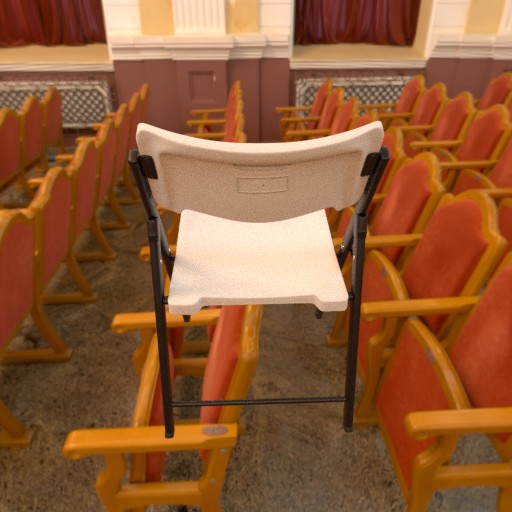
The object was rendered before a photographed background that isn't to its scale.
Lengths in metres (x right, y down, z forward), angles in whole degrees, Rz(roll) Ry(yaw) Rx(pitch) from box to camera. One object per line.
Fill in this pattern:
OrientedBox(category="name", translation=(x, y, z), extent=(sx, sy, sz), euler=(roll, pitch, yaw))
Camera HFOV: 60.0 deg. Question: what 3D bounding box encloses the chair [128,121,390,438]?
OrientedBox(category="chair", translation=(0.000, 0.000, 1.127), extent=(0.482, 0.765, 0.577), euler=(-1, 29, -2))
